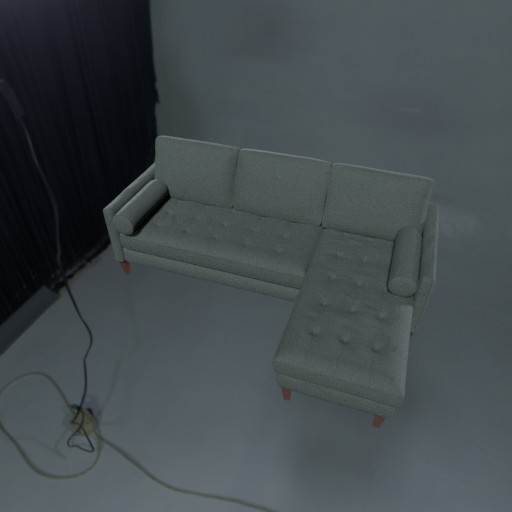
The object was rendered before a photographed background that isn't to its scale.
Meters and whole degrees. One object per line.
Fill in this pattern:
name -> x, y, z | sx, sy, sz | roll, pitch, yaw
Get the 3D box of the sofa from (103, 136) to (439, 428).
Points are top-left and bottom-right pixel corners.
sofa -> 0.000, 0.000, 2.899 | 2.178, 0.876, 1.506 | 12, 41, 14
